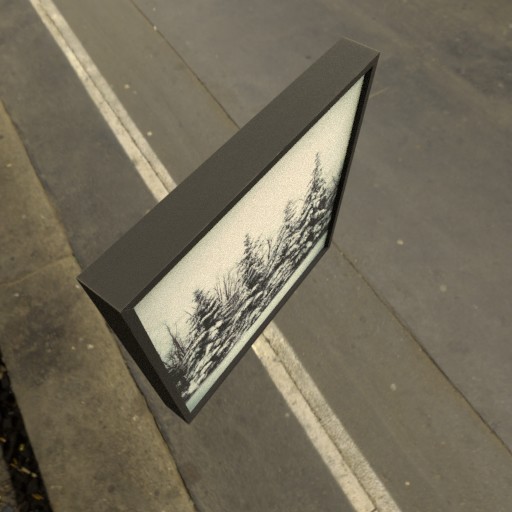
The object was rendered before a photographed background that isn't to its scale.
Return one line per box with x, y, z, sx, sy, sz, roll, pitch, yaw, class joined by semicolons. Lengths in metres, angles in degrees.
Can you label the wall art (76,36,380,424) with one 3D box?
0.000;0.000;0.450;0.037;0.305;0.305;33;63;19;wall art
